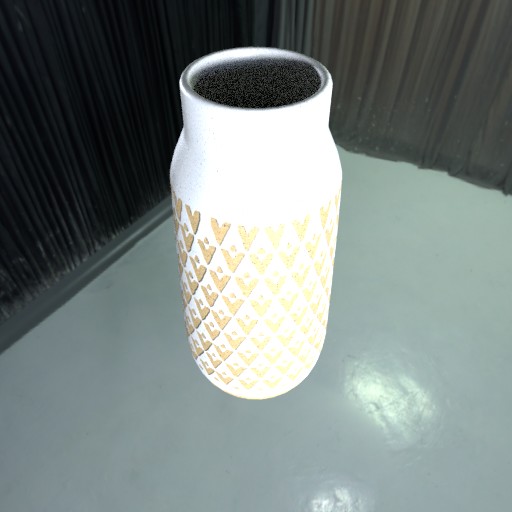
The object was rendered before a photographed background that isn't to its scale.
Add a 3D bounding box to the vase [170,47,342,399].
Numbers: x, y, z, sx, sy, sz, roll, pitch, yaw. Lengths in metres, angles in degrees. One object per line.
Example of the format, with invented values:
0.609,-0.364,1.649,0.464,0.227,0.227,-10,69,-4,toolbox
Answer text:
0.000,0.000,0.372,0.137,0.307,0.137,0,46,0,vase
